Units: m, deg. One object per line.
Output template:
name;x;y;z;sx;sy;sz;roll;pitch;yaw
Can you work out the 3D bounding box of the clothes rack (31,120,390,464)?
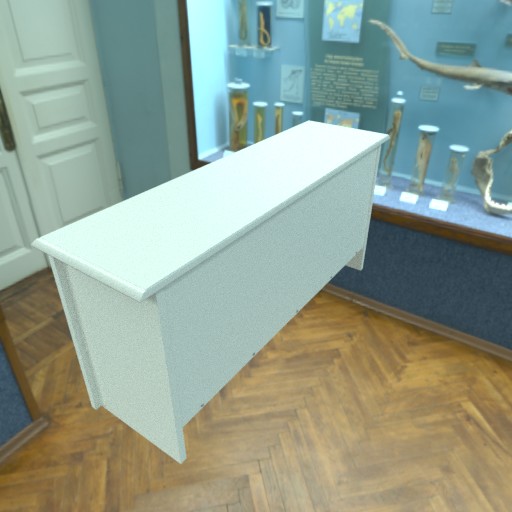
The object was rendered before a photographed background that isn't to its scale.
clothes rack;0.000;0.000;1.340;0.324;0.531;1.120;21;37;30
